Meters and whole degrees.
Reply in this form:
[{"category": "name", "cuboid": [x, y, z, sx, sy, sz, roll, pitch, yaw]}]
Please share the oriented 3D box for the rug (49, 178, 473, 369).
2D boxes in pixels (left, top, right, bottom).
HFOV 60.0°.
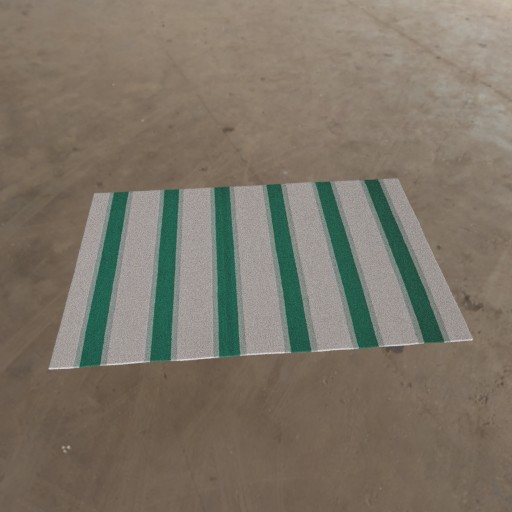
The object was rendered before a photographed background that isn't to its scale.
[{"category": "rug", "cuboid": [0.000, 0.000, 3.035, 2.436, 0.015, 1.521, -3, 48, -3]}]
